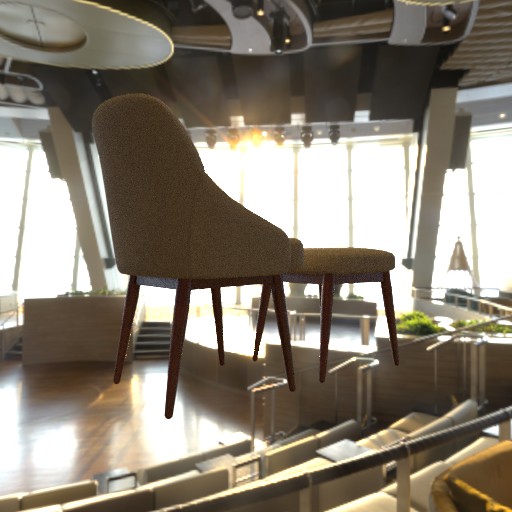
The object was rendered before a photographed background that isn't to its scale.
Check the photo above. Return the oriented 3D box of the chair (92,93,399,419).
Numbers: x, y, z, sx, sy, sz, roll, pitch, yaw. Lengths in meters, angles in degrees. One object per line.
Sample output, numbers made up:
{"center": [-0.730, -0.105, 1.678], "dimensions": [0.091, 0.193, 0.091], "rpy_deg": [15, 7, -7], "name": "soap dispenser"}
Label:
{"center": [0.000, 0.000, 1.592], "dimensions": [1.114, 0.866, 0.584], "rpy_deg": [0, 0, -36], "name": "chair"}
